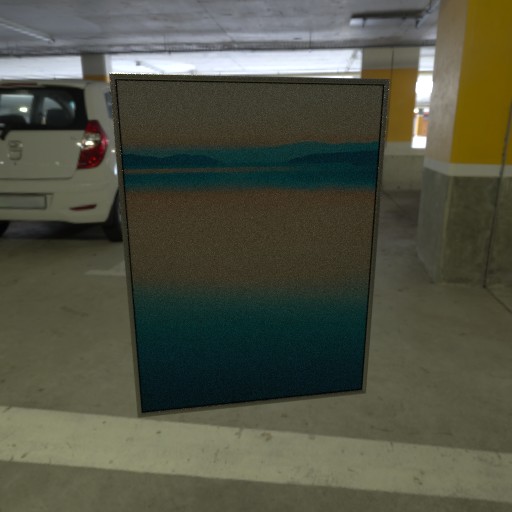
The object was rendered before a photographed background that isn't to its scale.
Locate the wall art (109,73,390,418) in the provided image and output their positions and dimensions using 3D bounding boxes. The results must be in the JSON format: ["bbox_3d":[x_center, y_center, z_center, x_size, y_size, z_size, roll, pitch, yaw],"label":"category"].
[{"bbox_3d":[0.000,0.000,1.407,0.801,1.062,0.037,-3,16,-10],"label":"wall art"}]
